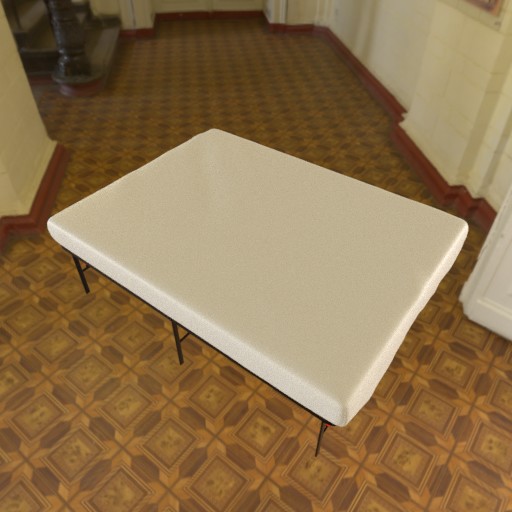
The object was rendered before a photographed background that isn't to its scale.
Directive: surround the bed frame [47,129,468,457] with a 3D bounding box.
[{"bbox_3d":[0.000,0.000,2.889,2.151,0.667,1.584,27,49,27],"label":"bed frame"}]
